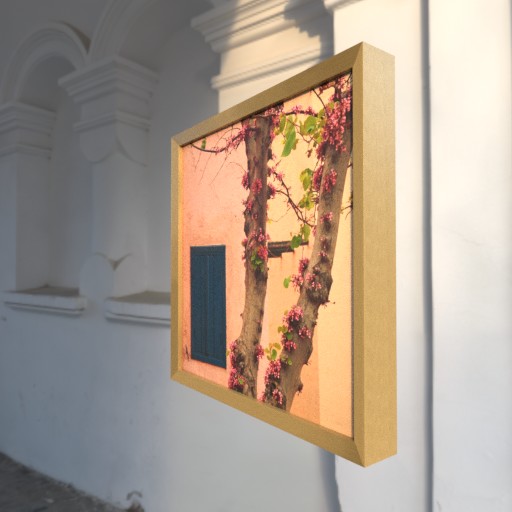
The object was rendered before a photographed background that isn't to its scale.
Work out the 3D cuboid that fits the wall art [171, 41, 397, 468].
[{"bbox_3d":[0.000,0.000,0.449,0.038,0.305,0.304,1,-1,-37],"label":"wall art"}]
